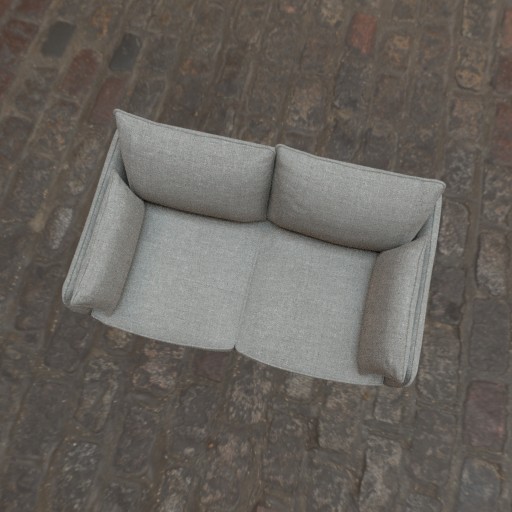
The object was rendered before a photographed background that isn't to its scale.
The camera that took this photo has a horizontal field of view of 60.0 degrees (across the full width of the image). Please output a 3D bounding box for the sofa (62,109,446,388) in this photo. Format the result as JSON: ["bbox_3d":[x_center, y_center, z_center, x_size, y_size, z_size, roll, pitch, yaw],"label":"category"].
[{"bbox_3d":[0.000,0.000,2.106,1.580,0.851,0.972,13,76,3],"label":"sofa"}]
